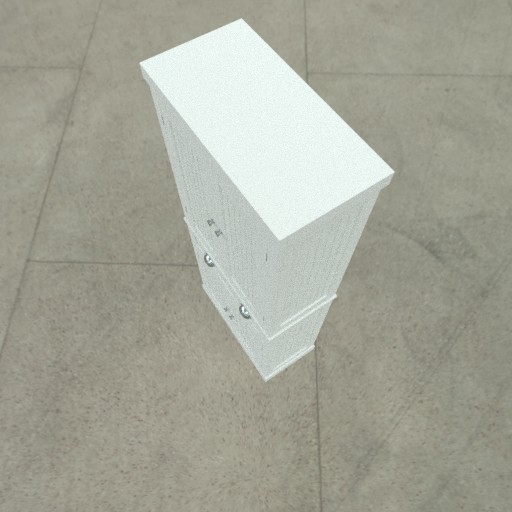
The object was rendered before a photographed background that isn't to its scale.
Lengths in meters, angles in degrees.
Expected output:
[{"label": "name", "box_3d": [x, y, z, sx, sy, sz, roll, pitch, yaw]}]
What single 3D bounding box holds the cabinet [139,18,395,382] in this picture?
[{"label": "cabinet", "box_3d": [0.000, 0.000, 2.094, 0.390, 1.829, 0.754, -31, 67, -14]}]
